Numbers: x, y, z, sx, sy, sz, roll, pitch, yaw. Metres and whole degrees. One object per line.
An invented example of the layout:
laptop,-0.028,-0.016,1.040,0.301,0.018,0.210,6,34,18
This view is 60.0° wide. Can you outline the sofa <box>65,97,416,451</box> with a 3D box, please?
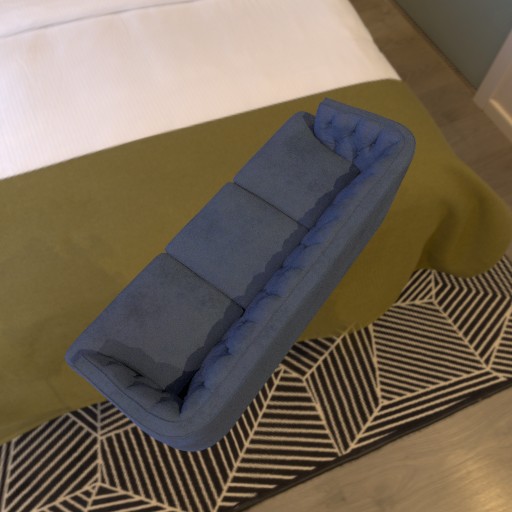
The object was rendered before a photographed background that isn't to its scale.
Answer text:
sofa,0.000,0.000,2.690,0.941,0.855,2.278,34,68,16
